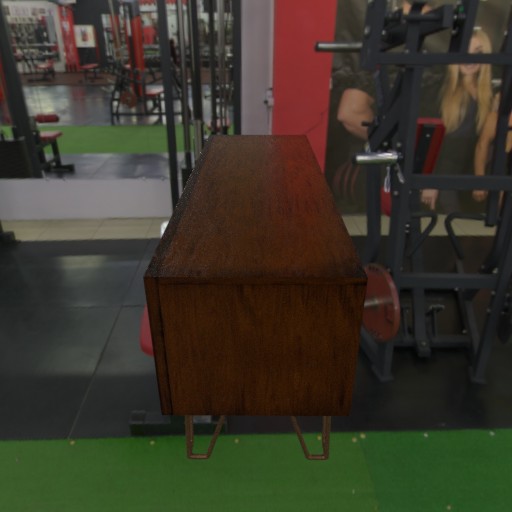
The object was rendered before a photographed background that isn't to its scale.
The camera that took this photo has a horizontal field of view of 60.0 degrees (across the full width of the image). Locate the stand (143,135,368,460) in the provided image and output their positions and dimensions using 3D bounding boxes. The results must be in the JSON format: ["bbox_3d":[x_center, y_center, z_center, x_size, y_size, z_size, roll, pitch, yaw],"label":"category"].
[{"bbox_3d":[0.000,0.000,1.672,0.481,0.610,1.372,0,27,0],"label":"stand"}]
